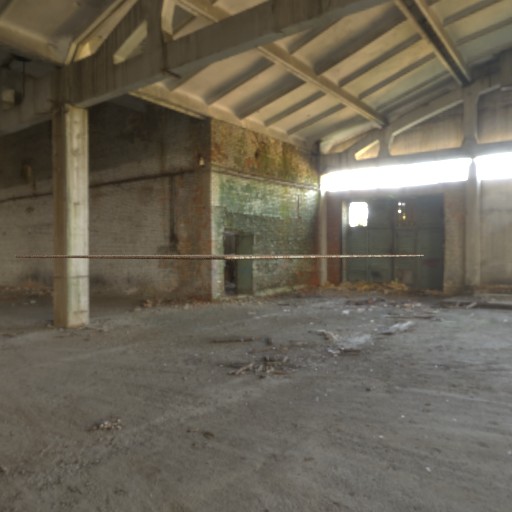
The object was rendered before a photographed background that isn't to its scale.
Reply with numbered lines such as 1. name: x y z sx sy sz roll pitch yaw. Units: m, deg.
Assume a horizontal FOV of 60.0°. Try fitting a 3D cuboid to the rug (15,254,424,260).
1. rug: 0.000 0.000 2.979 1.526 0.011 2.435 0 0 36
